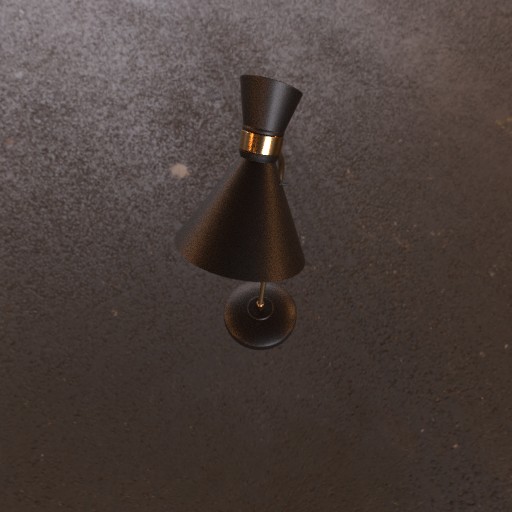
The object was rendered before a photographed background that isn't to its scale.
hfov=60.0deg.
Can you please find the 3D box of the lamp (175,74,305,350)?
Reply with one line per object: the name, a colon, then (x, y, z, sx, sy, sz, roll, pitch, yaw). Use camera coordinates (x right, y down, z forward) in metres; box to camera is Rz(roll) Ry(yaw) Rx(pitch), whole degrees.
lamp: (0.000, 0.000, 0.777, 0.189, 0.647, 0.292, 16, 59, 10)
